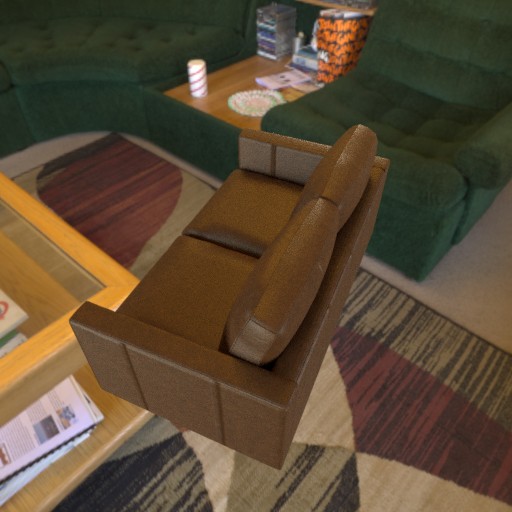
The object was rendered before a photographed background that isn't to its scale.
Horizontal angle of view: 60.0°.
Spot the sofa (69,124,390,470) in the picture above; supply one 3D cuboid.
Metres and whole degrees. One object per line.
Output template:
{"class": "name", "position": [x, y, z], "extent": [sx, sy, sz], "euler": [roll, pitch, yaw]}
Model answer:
{"class": "sofa", "position": [0.000, 0.000, 2.176], "extent": [0.909, 0.951, 1.578], "euler": [17, 47, 17]}
